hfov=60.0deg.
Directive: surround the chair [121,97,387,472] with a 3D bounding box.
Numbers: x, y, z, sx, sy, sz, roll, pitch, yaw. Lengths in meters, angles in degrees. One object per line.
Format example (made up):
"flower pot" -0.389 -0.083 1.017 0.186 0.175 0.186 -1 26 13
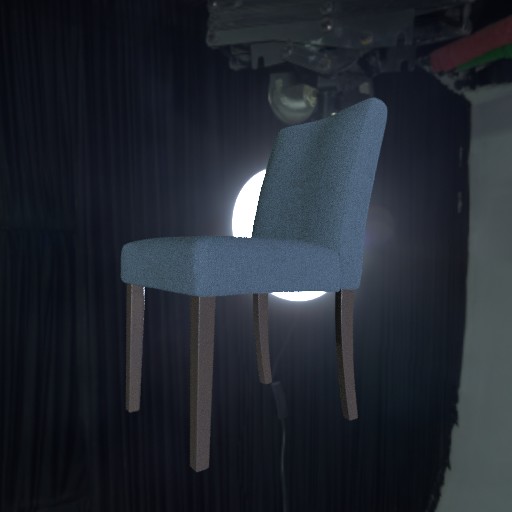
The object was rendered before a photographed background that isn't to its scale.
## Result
"chair" 0.000 0.000 1.255 0.629 0.882 0.487 -1 1 -35
